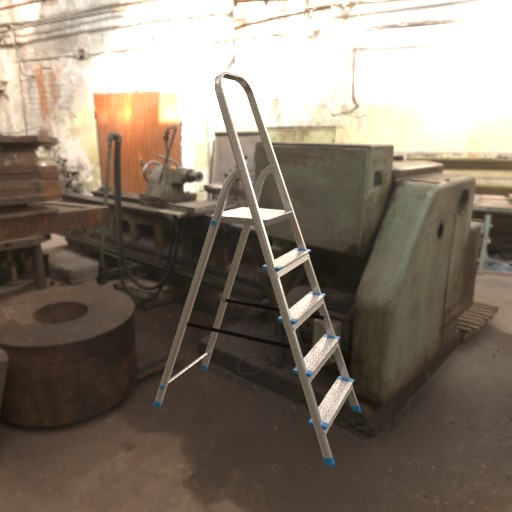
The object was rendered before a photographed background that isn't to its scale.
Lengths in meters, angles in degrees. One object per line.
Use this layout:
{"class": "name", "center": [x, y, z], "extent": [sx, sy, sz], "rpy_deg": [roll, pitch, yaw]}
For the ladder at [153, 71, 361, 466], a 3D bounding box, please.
{"class": "ladder", "center": [0.000, 0.000, 2.122], "extent": [0.990, 1.648, 0.468], "rpy_deg": [7, 16, 26]}
